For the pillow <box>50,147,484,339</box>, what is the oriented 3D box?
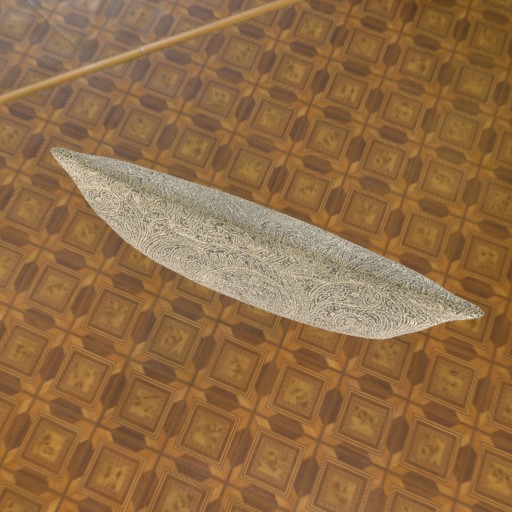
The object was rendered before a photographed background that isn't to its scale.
[{"bbox_3d":[0.000,0.000,0.723,0.615,0.295,0.151,21,76,5],"label":"pillow"}]
